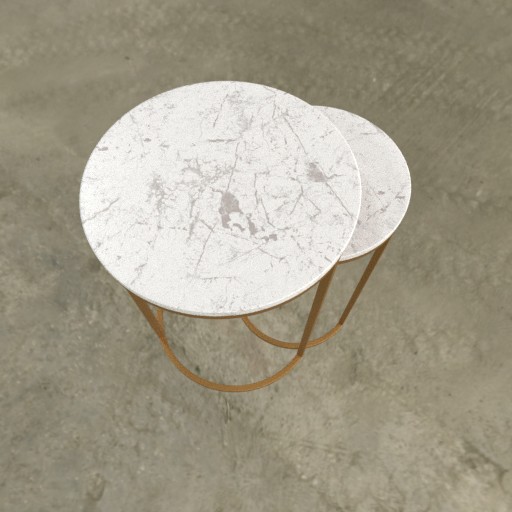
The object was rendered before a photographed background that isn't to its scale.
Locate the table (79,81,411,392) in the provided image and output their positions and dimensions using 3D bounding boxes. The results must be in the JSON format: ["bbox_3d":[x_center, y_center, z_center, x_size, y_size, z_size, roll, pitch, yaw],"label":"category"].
[{"bbox_3d":[0.000,0.000,0.888,0.507,0.550,0.400,-18,64,-9],"label":"table"}]
